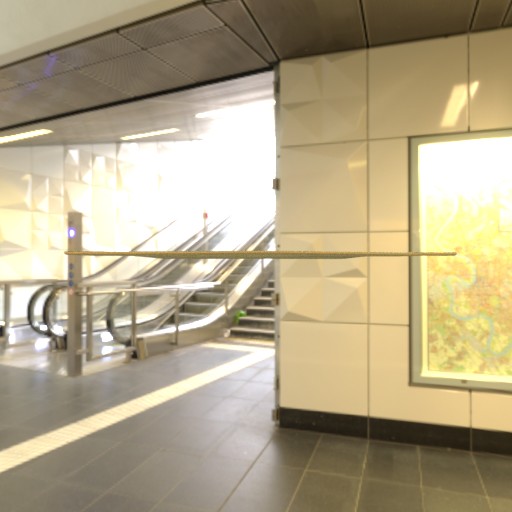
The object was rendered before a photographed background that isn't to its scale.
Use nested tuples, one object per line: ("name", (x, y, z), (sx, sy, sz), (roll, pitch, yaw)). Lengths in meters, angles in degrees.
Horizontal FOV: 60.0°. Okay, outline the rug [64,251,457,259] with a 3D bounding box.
("rug", (0.000, 0.000, 2.932), (1.593, 0.029, 2.305), (0, -1, -1))
